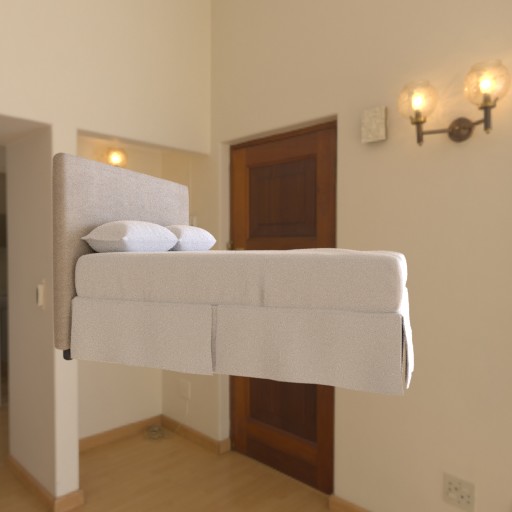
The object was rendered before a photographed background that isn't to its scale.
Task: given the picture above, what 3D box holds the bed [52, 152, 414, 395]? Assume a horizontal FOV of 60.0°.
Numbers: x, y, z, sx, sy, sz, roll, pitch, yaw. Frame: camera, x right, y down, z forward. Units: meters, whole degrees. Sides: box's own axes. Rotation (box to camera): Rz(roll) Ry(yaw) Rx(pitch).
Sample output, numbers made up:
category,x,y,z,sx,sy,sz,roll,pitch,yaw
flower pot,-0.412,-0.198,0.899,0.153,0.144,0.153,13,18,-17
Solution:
category,x,y,z,sx,sy,sz,roll,pitch,yaw
bed,0.000,0.000,3.219,2.162,1.330,1.713,0,1,19
